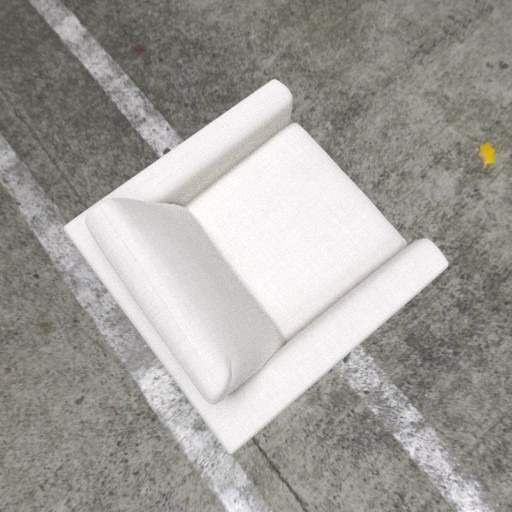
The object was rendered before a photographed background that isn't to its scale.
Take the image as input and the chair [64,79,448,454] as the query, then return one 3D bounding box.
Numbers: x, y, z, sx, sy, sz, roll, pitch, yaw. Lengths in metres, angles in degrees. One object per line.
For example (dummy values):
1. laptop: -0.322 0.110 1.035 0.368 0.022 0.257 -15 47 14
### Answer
1. chair: 0.000 0.000 1.875 1.100 0.876 1.070 -38 79 -9
